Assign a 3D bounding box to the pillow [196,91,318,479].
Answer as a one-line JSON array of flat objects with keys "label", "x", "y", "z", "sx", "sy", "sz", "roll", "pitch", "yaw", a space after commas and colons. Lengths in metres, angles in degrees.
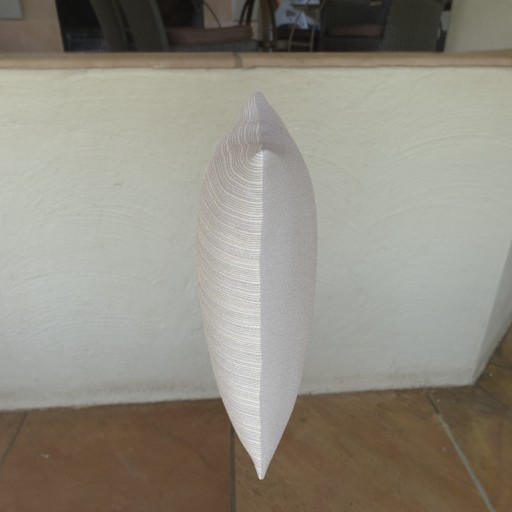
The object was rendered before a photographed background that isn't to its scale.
[{"label": "pillow", "x": 0.000, "y": 0.000, "z": 0.783, "sx": 0.204, "sy": 0.497, "sz": 0.512, "roll": 0, "pitch": 26, "yaw": 0}]
